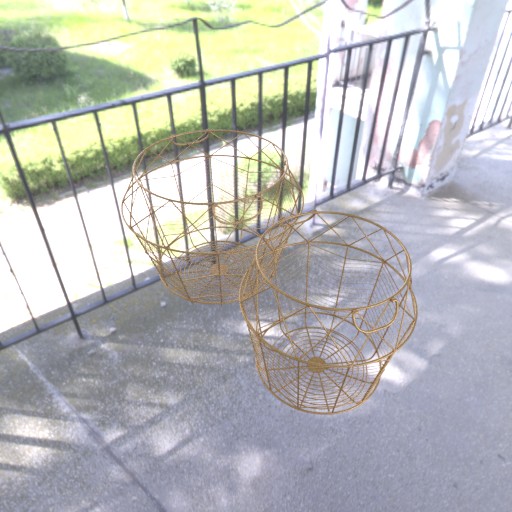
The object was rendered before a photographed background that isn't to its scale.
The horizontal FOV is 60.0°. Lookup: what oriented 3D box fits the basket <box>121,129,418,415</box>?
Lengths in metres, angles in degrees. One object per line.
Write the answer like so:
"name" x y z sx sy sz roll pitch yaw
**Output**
"basket" 0.000 0.000 1.045 0.451 0.343 0.805 -25 46 -27
